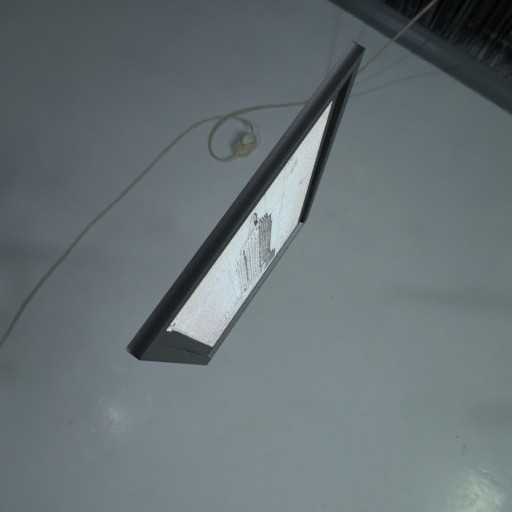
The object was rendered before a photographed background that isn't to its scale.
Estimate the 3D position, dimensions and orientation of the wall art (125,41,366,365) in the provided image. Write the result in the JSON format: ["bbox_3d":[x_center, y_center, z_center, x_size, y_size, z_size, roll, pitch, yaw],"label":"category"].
[{"bbox_3d":[0.000,0.000,0.544,0.013,0.431,0.303,33,78,8],"label":"wall art"}]
